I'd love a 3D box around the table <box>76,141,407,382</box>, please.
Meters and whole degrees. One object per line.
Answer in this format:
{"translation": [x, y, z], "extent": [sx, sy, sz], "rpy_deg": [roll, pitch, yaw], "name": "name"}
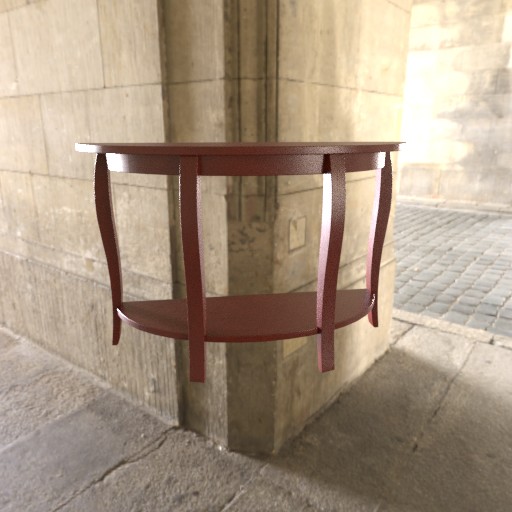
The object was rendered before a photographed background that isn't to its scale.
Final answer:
{"translation": [0.000, 0.000, 1.591], "extent": [1.219, 0.779, 0.405], "rpy_deg": [-2, 16, -8], "name": "table"}
